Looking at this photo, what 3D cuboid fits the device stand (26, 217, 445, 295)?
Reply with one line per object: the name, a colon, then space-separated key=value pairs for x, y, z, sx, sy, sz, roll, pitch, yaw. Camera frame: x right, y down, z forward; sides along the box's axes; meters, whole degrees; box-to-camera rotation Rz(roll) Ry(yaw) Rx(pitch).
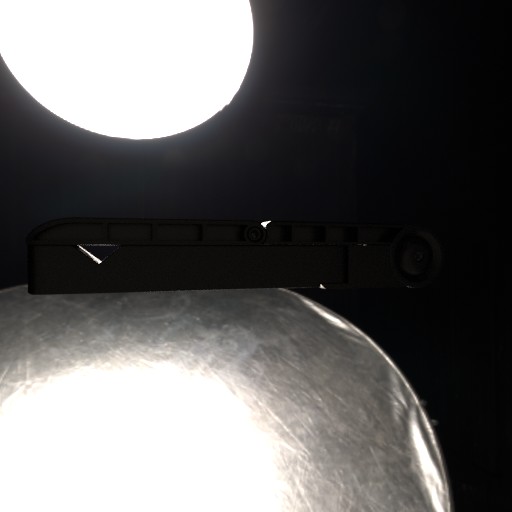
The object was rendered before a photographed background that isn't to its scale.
device stand: x=0.000 y=0.000 z=0.195 sx=0.179 sy=0.030 sz=0.026 roll=0 pitch=1 yaw=-17
